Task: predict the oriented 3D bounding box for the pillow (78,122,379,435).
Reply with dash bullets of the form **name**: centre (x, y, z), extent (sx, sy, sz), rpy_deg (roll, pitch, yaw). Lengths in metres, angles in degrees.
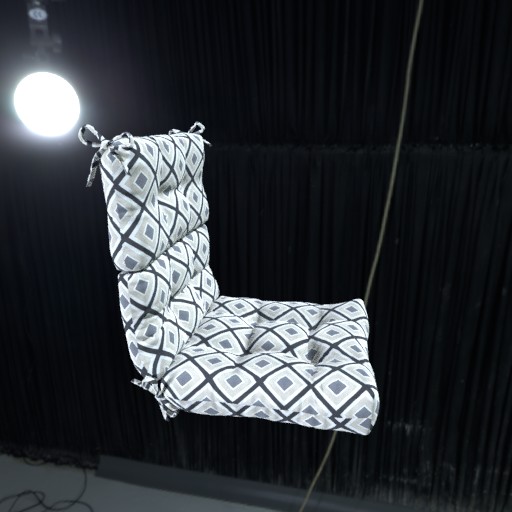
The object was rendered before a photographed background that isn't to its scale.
- **pillow**: centre (0.000, 0.000, 1.048), extent (0.571, 0.605, 0.519), rpy_deg (3, 17, 10)
